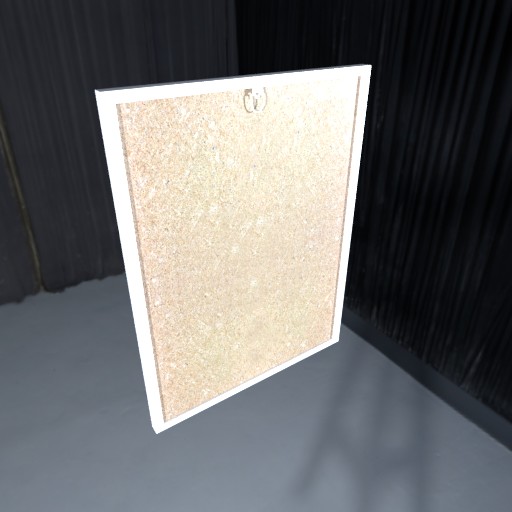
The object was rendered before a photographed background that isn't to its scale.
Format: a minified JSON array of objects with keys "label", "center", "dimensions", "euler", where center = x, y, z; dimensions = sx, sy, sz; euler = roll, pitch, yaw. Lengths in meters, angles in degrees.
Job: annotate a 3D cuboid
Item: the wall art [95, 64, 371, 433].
[{"label":"wall art","center":[0.000,0.000,1.388],"dimensions":[0.805,1.056,0.042],"euler":[-19,35,-29]}]
